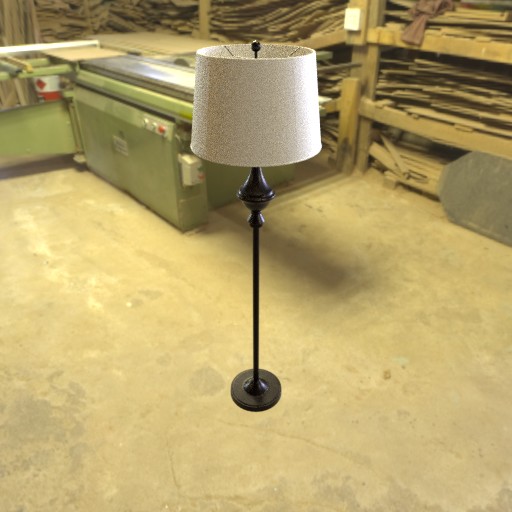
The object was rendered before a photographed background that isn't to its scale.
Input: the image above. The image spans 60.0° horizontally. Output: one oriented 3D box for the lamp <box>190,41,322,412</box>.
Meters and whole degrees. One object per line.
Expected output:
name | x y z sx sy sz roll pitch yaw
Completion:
lamp | 0.000 0.000 1.692 0.431 1.484 0.431 0 31 0
